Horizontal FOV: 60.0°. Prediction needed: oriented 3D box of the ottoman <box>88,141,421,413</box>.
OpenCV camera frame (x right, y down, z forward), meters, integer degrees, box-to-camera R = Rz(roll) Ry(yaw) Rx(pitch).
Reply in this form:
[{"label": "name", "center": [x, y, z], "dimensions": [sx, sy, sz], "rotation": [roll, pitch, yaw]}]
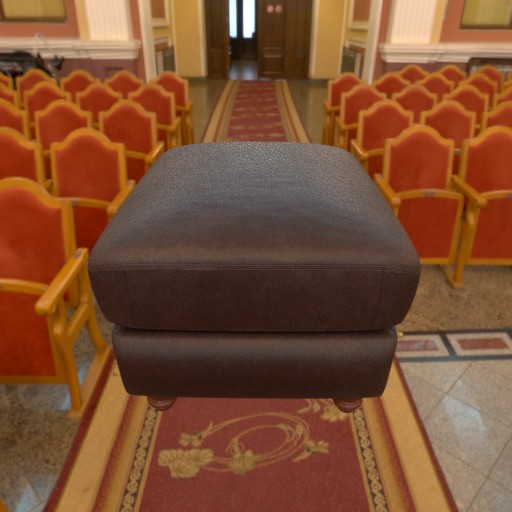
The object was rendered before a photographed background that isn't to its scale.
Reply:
[{"label": "ottoman", "center": [0.000, 0.000, 1.280], "dimensions": [0.670, 0.569, 0.806], "rotation": [0, 28, 1]}]
